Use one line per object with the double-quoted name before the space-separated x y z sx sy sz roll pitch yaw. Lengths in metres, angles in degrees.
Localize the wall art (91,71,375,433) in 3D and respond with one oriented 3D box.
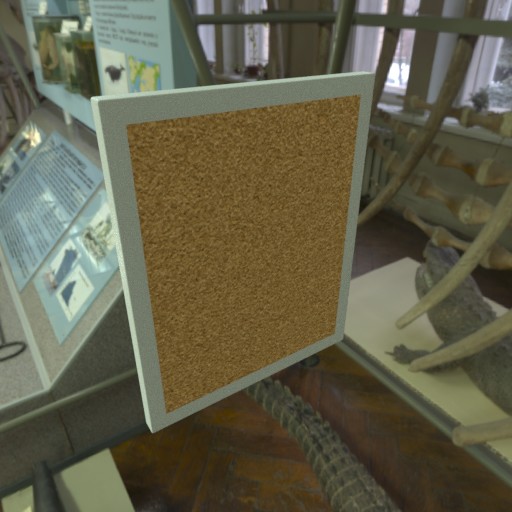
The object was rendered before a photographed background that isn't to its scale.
"wall art" 0.000 0.000 0.758 0.454 0.556 0.028 -18 34 -29
